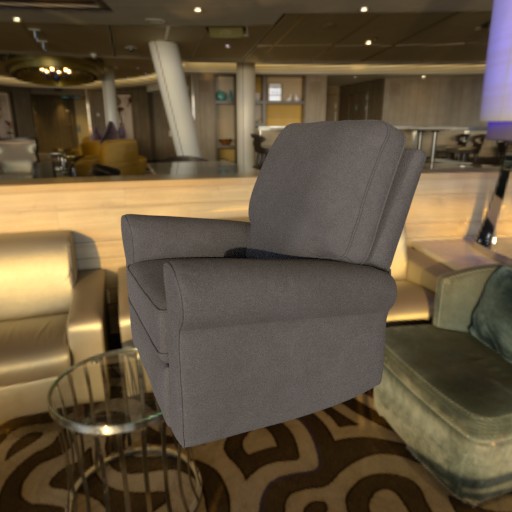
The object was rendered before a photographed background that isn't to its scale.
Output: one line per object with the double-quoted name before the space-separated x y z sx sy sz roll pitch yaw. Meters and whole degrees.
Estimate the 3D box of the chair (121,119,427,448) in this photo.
"chair" 0.000 0.000 1.638 0.878 0.961 0.890 -7 18 -24
